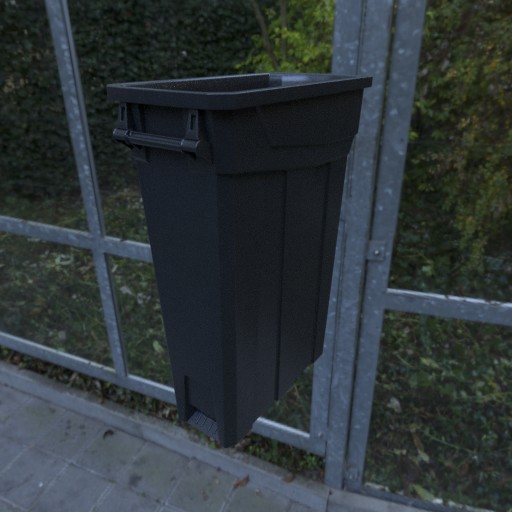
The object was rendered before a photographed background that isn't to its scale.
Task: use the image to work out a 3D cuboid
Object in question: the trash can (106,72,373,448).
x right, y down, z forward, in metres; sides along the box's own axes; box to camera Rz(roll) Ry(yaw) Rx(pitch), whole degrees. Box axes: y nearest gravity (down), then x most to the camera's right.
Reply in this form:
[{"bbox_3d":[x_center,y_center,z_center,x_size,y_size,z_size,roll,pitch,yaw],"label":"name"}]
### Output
[{"bbox_3d":[0.000,0.000,1.029,0.281,0.762,0.559,17,30,32],"label":"trash can"}]
